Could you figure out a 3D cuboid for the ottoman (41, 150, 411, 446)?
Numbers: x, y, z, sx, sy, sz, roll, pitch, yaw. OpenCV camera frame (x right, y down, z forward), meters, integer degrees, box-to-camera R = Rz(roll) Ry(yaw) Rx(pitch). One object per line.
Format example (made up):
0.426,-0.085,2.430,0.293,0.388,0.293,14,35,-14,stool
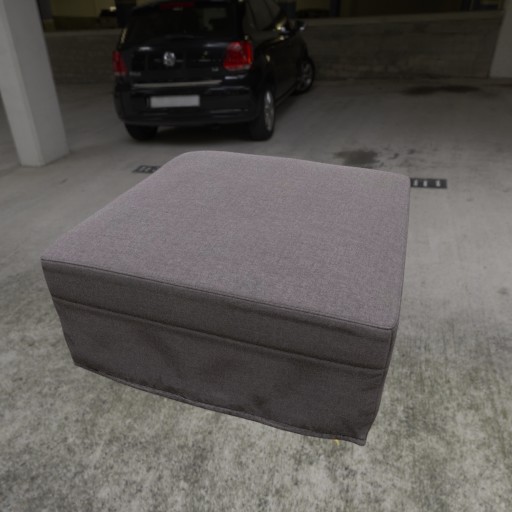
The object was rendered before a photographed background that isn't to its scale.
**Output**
0.000,0.000,1.344,0.840,0.436,0.843,10,33,16,ottoman
